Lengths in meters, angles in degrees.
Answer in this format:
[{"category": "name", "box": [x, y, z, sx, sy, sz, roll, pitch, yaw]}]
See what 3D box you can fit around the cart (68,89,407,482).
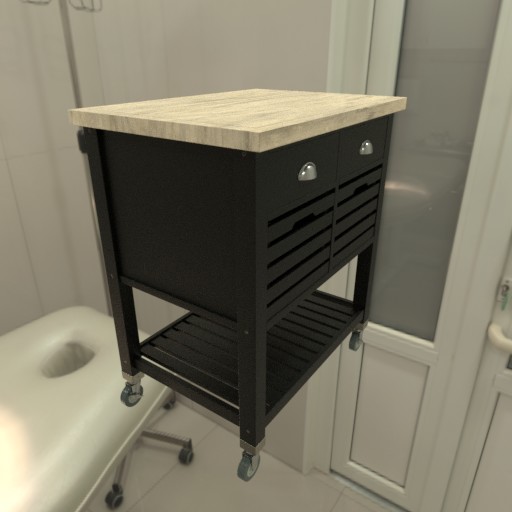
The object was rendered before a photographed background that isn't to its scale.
[{"category": "cart", "box": [0.000, 0.000, 1.403, 0.567, 0.920, 0.797, 17, 30, 32]}]
